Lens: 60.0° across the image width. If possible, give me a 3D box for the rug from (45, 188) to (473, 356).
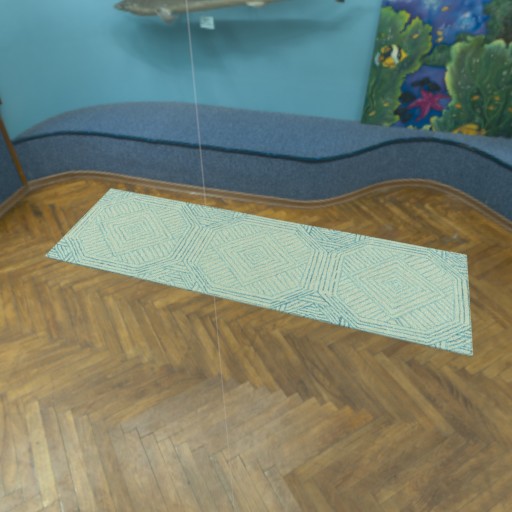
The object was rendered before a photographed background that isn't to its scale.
[{"bbox_3d":[0.000,0.000,2.699,2.452,0.012,0.775,12,44,13],"label":"rug"}]
